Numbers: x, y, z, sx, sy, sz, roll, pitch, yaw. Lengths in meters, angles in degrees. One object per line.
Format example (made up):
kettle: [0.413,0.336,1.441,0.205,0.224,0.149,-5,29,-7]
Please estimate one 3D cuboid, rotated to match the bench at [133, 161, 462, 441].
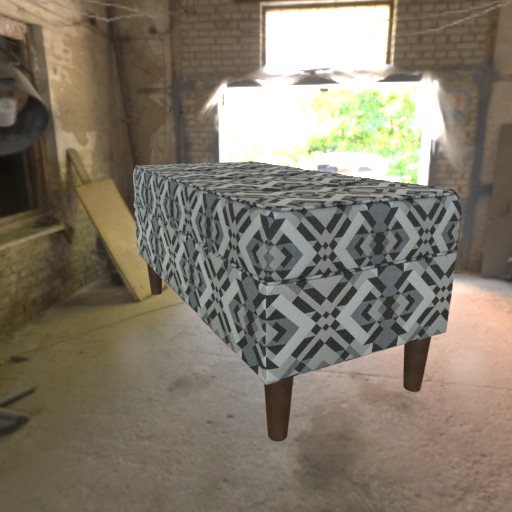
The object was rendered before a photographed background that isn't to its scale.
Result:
bench: [0.000,0.000,1.311,0.492,0.477,1.016,-8,18,-26]
